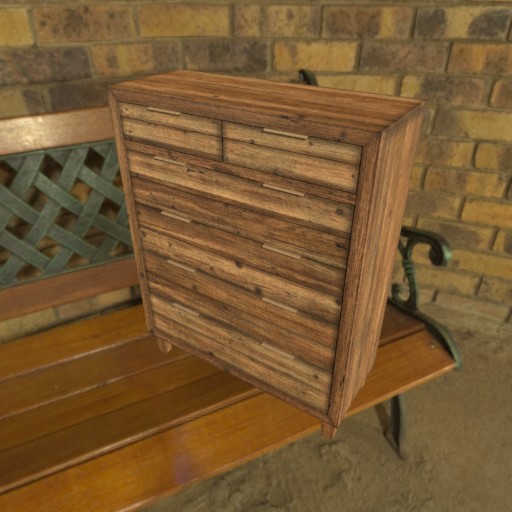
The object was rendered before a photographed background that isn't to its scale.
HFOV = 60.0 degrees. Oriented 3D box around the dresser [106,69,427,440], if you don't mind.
[{"bbox_3d":[0.000,0.000,1.921,1.067,1.359,0.438,19,37,28],"label":"dresser"}]
